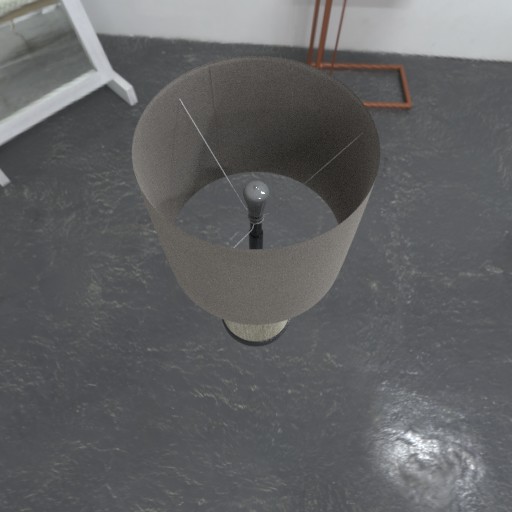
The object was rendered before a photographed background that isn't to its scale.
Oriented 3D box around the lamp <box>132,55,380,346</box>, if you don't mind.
[{"bbox_3d":[0.000,0.000,0.616,0.229,0.470,0.229,-14,64,-7],"label":"lamp"}]
